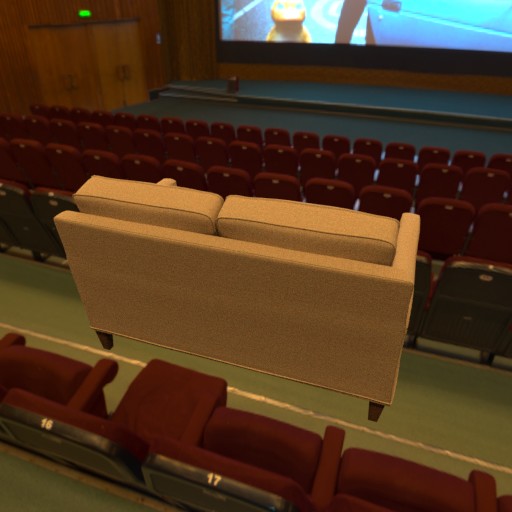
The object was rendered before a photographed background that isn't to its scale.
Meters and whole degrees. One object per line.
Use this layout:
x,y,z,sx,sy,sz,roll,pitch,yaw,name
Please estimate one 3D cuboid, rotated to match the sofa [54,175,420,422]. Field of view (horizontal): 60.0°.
0.000,0.000,2.320,1.597,1.003,1.084,10,34,16,sofa
